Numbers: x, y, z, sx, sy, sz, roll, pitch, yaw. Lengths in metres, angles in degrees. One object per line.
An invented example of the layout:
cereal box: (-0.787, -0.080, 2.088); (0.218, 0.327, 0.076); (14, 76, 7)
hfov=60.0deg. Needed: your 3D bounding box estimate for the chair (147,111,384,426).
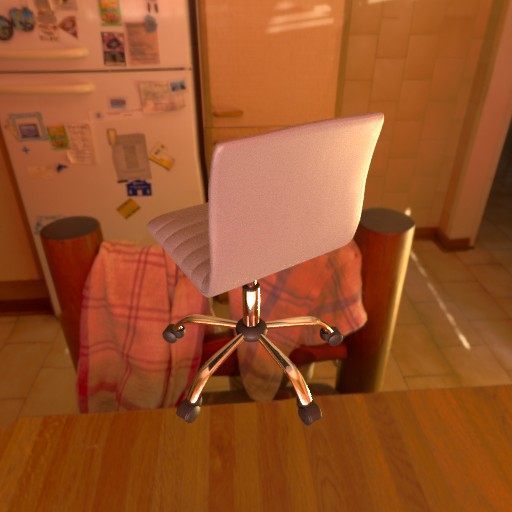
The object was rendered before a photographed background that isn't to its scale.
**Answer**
chair: (0.000, 0.000, 1.129); (0.569, 0.750, 0.542); (-20, 36, -29)
